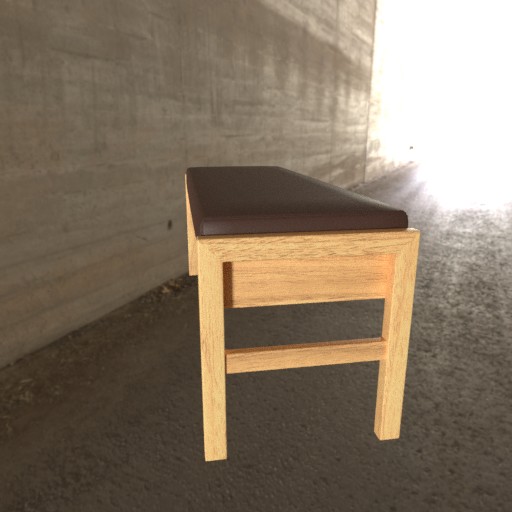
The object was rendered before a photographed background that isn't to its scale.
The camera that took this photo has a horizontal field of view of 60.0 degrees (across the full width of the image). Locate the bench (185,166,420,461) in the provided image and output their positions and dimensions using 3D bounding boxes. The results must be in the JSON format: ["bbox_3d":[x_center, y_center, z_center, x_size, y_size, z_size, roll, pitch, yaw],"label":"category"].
[{"bbox_3d":[0.000,0.000,1.400,0.405,0.480,1.200,-3,16,-9],"label":"bench"}]
